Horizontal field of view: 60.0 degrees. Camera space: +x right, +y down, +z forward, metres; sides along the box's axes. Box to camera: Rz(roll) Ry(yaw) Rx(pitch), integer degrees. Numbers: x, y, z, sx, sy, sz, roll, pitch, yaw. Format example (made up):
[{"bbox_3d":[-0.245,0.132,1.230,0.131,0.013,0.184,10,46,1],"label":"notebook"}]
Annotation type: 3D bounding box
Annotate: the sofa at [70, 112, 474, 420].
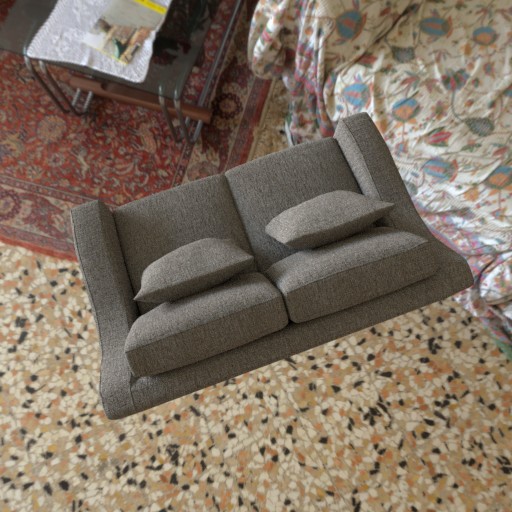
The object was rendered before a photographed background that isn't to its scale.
[{"bbox_3d":[0.000,0.000,2.399,1.778,0.991,1.120,-19,76,-5],"label":"sofa"}]
